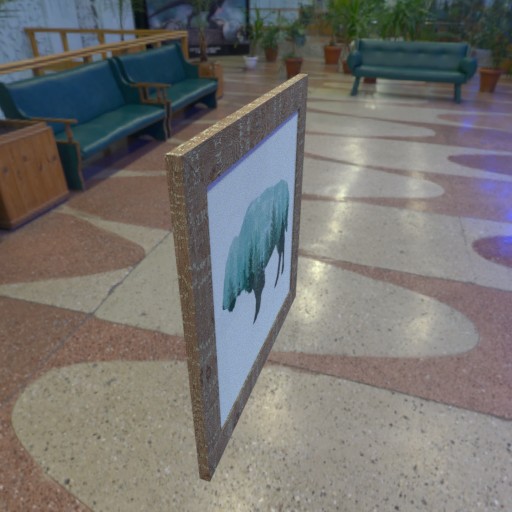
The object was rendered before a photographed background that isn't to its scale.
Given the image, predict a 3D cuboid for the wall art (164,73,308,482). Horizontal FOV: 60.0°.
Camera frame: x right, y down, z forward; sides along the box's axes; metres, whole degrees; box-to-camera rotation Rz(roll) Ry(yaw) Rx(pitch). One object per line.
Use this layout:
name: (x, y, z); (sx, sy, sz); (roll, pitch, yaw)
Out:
wall art: (0.000, 0.000, 0.564); (0.022, 0.380, 0.380); (10, 32, 16)
